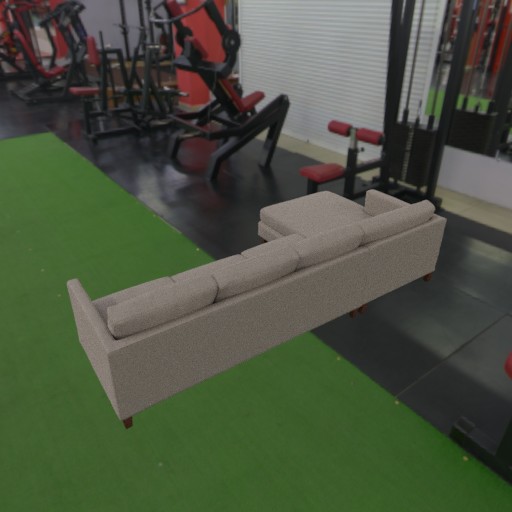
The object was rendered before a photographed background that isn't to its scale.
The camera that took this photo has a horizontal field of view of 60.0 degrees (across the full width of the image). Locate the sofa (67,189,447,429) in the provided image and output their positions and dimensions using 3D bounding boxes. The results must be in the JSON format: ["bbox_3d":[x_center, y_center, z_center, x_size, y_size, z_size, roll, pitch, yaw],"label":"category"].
[{"bbox_3d":[0.000,0.000,4.000,3.186,0.846,1.625,-19,35,-29],"label":"sofa"}]
